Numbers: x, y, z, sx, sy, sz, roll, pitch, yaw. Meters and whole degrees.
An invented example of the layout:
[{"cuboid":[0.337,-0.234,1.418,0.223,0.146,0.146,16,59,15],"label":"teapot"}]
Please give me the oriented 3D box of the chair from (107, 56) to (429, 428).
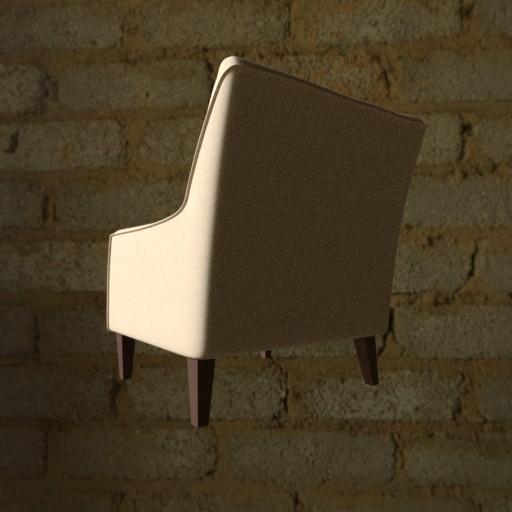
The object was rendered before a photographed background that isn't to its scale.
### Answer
[{"cuboid":[0.000,0.000,1.581,0.780,0.919,0.899,1,-2,-36],"label":"chair"}]
